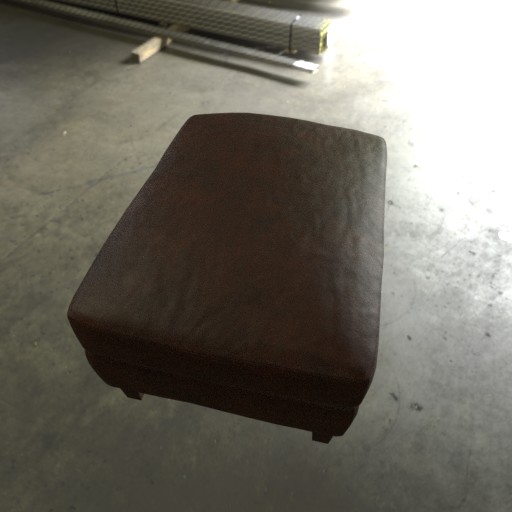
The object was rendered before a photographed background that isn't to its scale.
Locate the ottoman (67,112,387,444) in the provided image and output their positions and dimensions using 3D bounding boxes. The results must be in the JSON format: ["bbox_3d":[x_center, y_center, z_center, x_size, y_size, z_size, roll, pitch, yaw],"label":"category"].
[{"bbox_3d":[0.000,0.000,1.271,0.659,0.527,0.887,9,48,9],"label":"ottoman"}]
